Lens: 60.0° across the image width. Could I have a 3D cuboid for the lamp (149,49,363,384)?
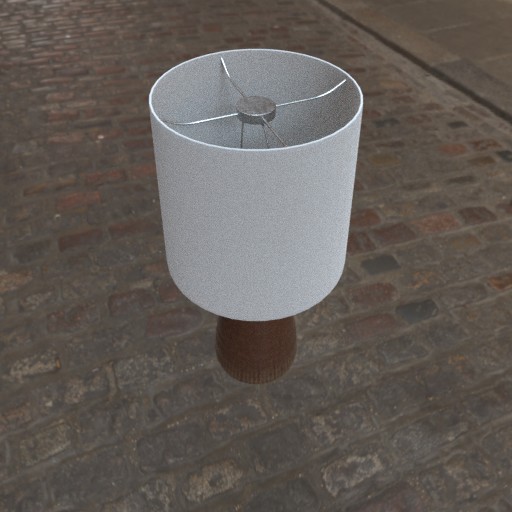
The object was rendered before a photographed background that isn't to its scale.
[{"bbox_3d":[0.000,0.000,0.477,0.186,0.369,0.186,0,46,0],"label":"lamp"}]
